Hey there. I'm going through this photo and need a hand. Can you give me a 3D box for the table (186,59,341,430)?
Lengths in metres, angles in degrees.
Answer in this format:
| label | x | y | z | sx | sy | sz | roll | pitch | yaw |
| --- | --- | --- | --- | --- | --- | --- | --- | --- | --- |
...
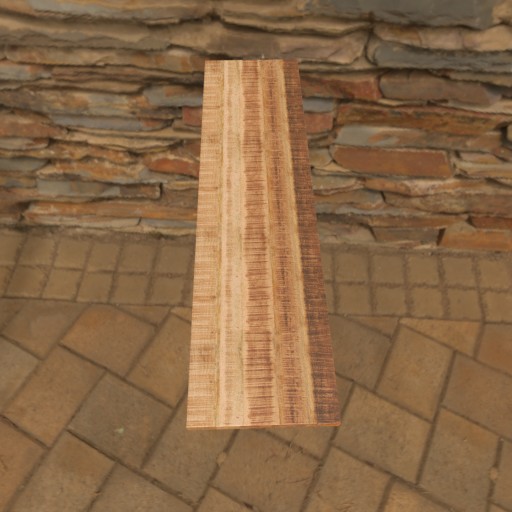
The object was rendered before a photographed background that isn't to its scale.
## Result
| label | x | y | z | sx | sy | sz | roll | pitch | yaw |
| --- | --- | --- | --- | --- | --- | --- | --- | --- | --- |
| table | 0.000 | 0.000 | 1.900 | 0.405 | 0.810 | 1.524 | -1 | 59 | -1 |
